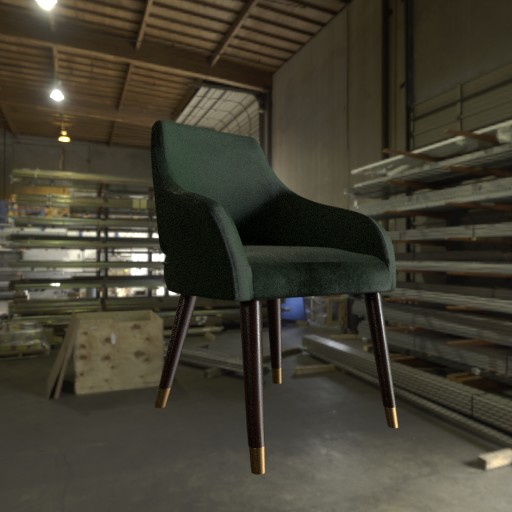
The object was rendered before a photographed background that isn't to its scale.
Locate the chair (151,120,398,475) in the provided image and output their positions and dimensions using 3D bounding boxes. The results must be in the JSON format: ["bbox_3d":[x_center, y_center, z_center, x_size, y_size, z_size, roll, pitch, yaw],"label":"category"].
[{"bbox_3d":[0.000,0.000,1.568,0.683,1.081,0.794,0,-1,-35],"label":"chair"}]
